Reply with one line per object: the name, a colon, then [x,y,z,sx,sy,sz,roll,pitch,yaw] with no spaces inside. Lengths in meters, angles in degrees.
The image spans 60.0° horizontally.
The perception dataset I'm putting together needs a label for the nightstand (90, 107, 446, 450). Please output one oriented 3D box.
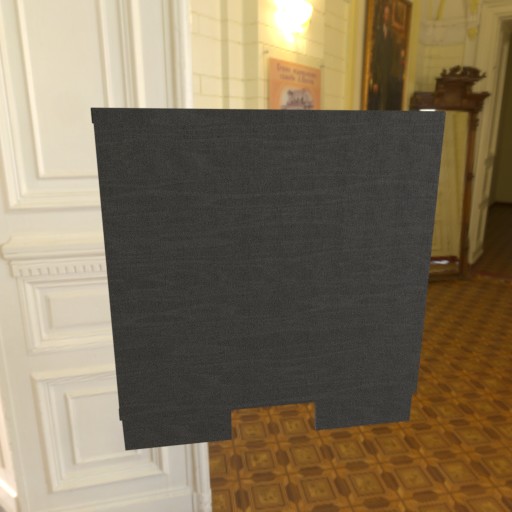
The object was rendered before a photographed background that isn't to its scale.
nightstand: [0.000,0.000,0.744,0.427,0.448,0.347,-2,15,-9]
